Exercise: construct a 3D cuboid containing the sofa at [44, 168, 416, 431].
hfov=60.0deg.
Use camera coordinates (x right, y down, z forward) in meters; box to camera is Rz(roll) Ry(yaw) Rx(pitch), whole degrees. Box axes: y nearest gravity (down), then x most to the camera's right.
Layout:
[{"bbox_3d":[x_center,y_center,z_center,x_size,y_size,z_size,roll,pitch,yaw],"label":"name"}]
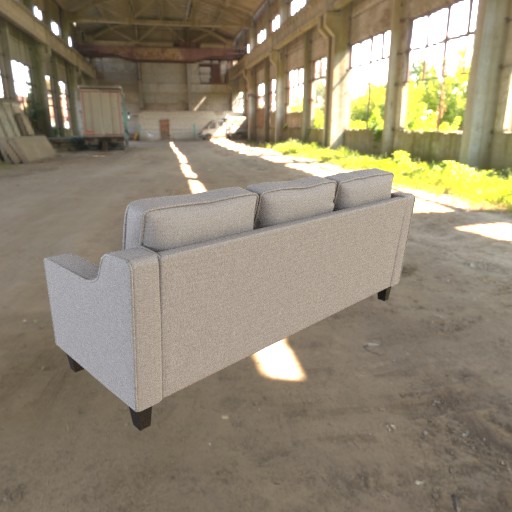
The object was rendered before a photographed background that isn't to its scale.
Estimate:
[{"bbox_3d":[0.000,0.000,2.637,2.129,0.950,0.899,-16,23,-42],"label":"sofa"}]
